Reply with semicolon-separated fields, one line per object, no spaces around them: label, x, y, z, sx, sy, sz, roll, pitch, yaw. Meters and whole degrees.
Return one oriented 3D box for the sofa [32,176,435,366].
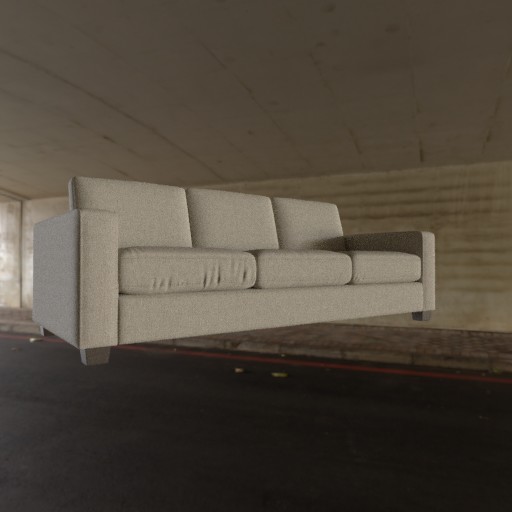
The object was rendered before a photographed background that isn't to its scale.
sofa;0.000;0.000;2.513;2.160;0.800;0.900;1;-1;-36
